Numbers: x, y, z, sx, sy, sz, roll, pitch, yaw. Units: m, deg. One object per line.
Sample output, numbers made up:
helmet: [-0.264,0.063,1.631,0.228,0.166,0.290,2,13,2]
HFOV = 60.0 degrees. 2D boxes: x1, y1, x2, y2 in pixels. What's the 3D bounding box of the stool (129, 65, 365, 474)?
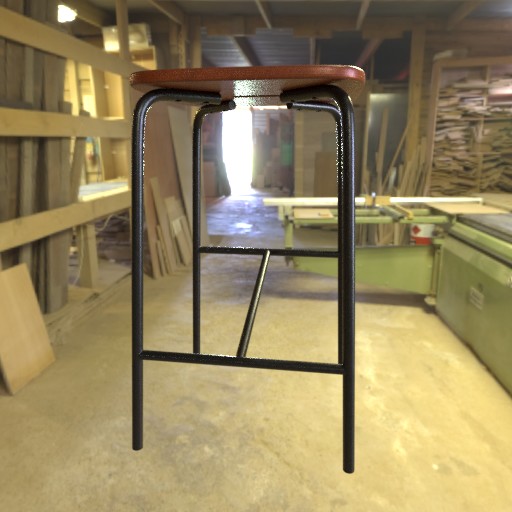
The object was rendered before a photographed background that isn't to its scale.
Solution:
stool: [0.000,0.000,0.841,0.376,0.610,0.376,2,13,9]
